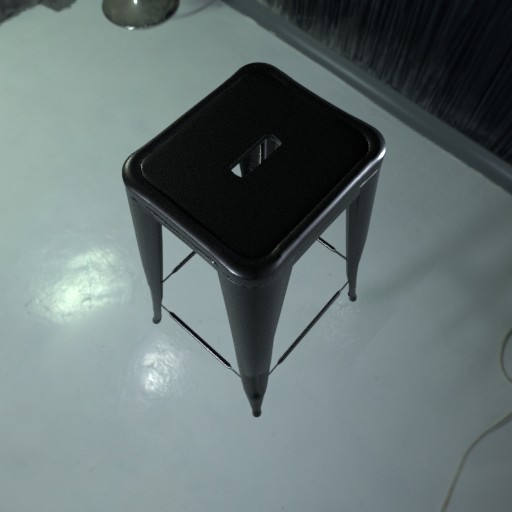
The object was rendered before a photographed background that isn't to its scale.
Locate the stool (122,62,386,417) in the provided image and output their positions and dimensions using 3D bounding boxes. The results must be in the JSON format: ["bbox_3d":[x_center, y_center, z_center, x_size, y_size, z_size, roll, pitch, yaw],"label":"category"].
[{"bbox_3d":[0.000,0.000,0.858,0.359,0.609,0.399,38,70,17],"label":"stool"}]
